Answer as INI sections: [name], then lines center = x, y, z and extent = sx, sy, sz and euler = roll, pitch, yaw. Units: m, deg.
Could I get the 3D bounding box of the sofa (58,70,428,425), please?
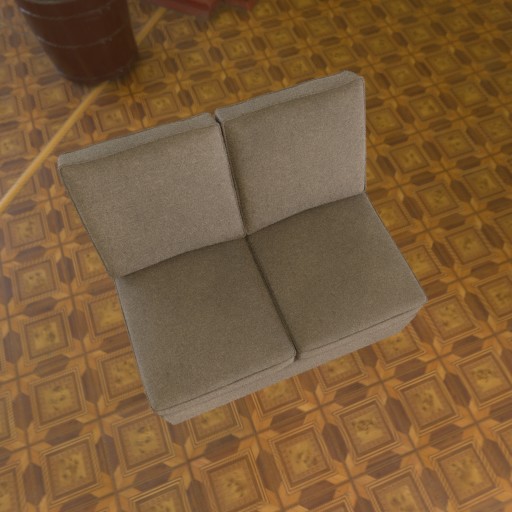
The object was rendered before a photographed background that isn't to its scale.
[sofa]
center = 0.000, 0.000, 1.934
extent = 1.237, 1.008, 0.951
euler = -20, 65, -9
